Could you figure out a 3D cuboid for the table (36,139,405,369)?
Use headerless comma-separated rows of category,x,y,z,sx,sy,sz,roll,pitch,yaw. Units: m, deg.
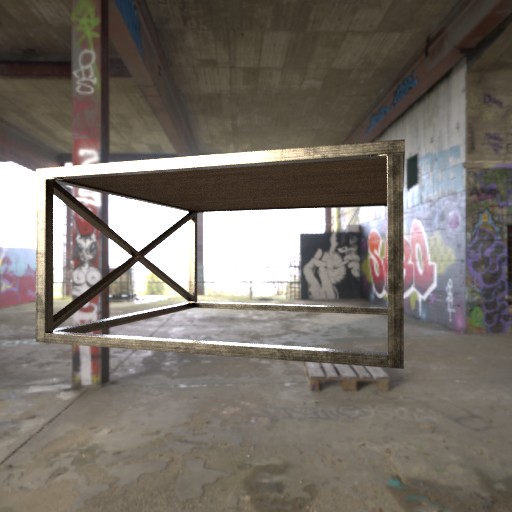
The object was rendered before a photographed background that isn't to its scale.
table,0.000,0.000,1.436,0.909,0.451,0.899,0,0,18
